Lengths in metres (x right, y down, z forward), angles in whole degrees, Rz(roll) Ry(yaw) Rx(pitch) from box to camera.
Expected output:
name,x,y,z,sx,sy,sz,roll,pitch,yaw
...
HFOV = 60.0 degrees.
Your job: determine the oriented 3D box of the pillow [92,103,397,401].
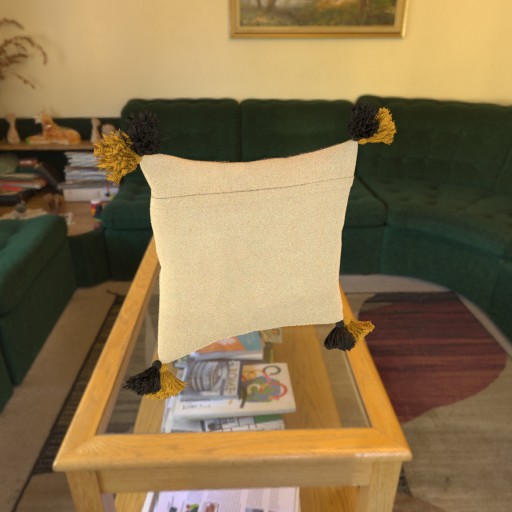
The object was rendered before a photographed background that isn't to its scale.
name,x,y,z,sx,sy,sz,roll,pitch,yaw
pillow,0.000,0.000,0.998,0.654,0.659,0.139,-9,27,-18
